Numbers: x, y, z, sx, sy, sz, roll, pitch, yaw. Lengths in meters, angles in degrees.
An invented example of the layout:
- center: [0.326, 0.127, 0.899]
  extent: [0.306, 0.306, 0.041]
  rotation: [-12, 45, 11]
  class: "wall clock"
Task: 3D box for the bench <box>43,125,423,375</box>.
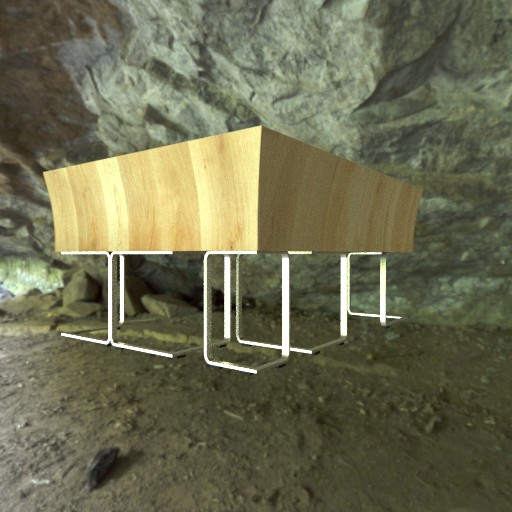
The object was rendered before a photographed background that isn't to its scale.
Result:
- center: [0.000, 0.000, 2.789]
  extent: [1.495, 0.930, 1.945]
  rotation: [0, 0, 37]
  class: "bench"
